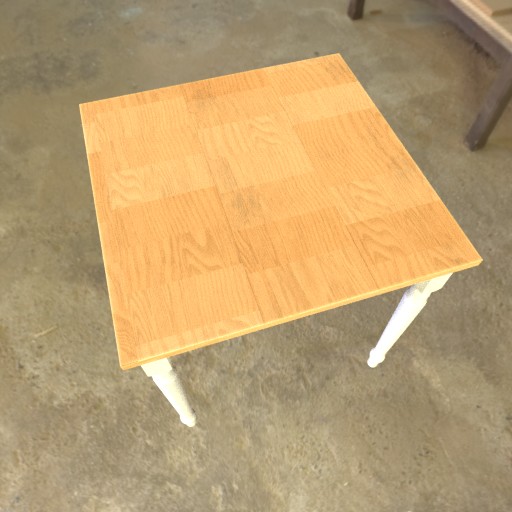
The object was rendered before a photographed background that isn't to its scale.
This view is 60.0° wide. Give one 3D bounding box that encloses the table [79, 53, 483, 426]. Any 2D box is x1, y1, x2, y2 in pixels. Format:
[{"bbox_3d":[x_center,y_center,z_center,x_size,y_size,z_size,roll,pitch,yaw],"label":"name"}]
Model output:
[{"bbox_3d":[0.000,0.000,1.356,0.747,0.738,0.747,-15,59,-9],"label":"table"}]
